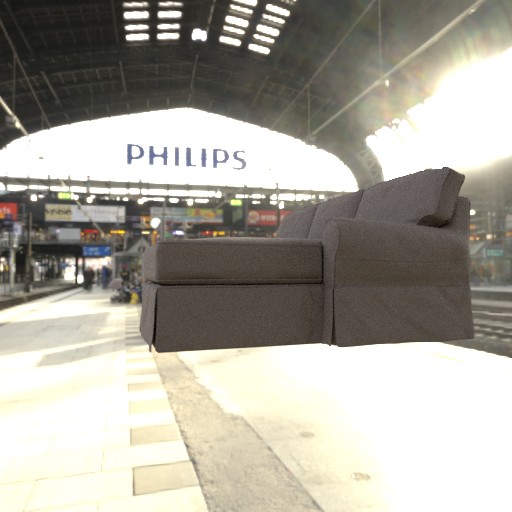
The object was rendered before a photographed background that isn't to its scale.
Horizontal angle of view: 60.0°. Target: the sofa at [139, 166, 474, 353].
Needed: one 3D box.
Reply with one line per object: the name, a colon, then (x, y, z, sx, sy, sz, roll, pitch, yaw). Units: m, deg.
sofa: (0.000, 0.000, 3.294, 1.733, 0.978, 2.475, 1, -2, -19)
